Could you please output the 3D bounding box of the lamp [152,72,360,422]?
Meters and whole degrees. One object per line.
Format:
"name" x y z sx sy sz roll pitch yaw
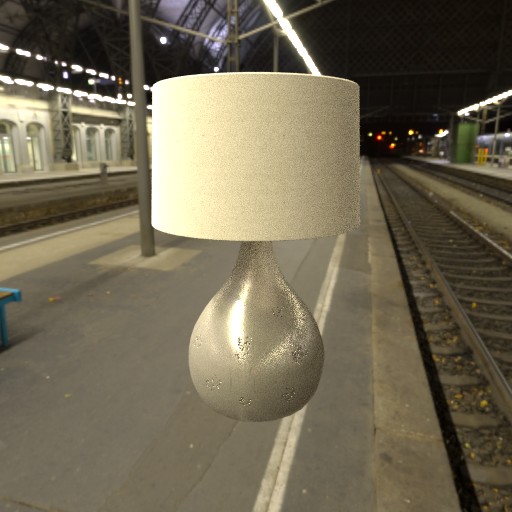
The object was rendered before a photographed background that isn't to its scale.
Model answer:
"lamp" 0.000 0.000 0.734 0.330 0.521 0.330 0 14 0
